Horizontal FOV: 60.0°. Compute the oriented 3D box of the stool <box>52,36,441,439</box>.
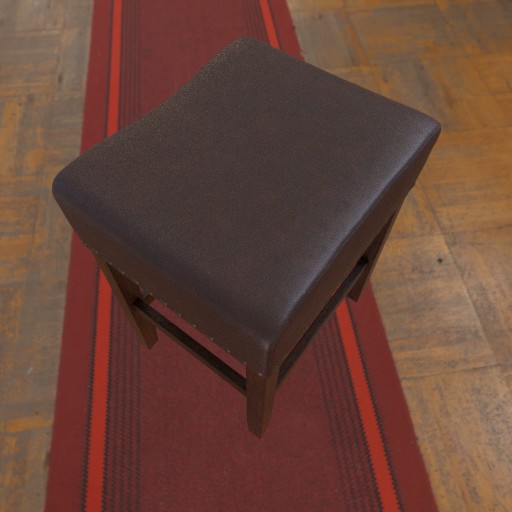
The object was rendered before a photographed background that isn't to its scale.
[{"bbox_3d":[0.000,0.000,0.899,0.397,0.608,0.465,33,63,19],"label":"stool"}]
